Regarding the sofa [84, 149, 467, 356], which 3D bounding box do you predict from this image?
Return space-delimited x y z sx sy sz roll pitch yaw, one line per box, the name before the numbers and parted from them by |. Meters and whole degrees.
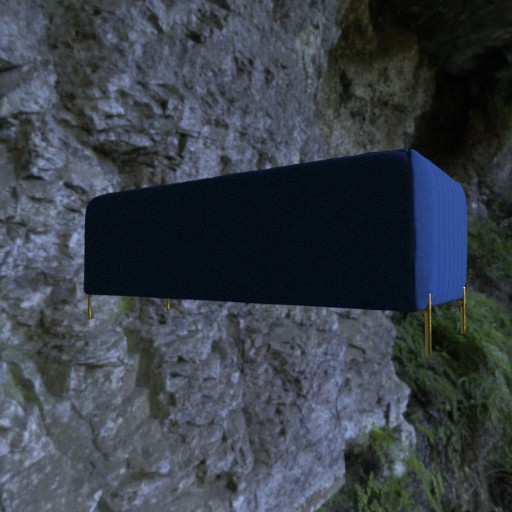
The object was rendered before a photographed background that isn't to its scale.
sofa | 0.000 0.000 2.569 2.136 0.793 0.896 -1 -2 35
